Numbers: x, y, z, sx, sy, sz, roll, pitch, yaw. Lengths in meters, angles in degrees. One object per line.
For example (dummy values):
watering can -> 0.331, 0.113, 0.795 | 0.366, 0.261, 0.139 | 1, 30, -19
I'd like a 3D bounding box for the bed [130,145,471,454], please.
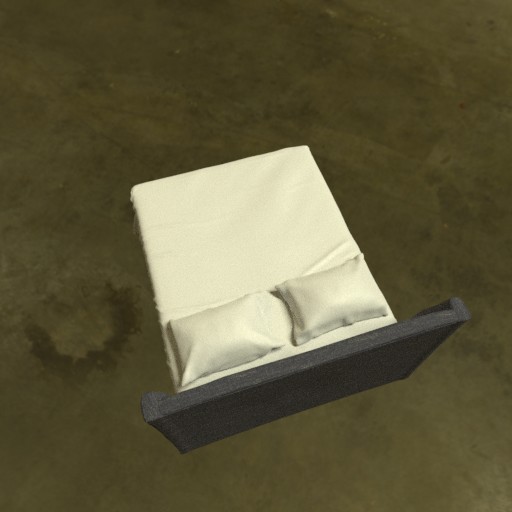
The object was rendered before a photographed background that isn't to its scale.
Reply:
bed -> 0.000, 0.000, 3.491 | 1.925, 1.332, 2.276 | -15, 61, -9
